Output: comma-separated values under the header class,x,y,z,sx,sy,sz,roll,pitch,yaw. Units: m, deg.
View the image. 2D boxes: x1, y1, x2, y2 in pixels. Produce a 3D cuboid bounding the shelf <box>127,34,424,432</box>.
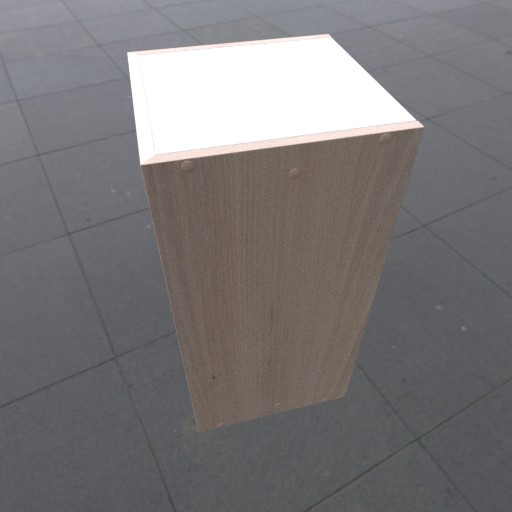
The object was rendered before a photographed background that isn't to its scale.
class,x,y,z,sx,sy,sz,roll,pitch,yaw
shelf,0.000,0.000,0.753,0.297,0.594,0.290,-10,46,-10
